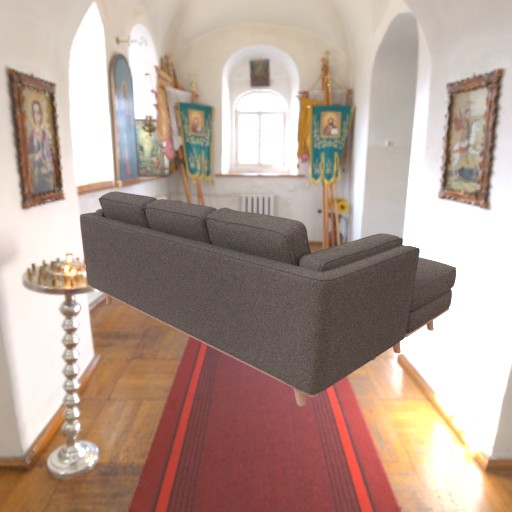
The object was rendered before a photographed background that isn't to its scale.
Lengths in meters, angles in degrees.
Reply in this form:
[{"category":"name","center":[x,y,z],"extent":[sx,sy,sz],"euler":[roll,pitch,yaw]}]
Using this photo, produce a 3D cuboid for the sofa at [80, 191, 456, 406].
[{"category":"sofa","center":[0.000,0.000,3.276],"extent":[2.411,0.929,1.604],"euler":[14,20,43]}]
